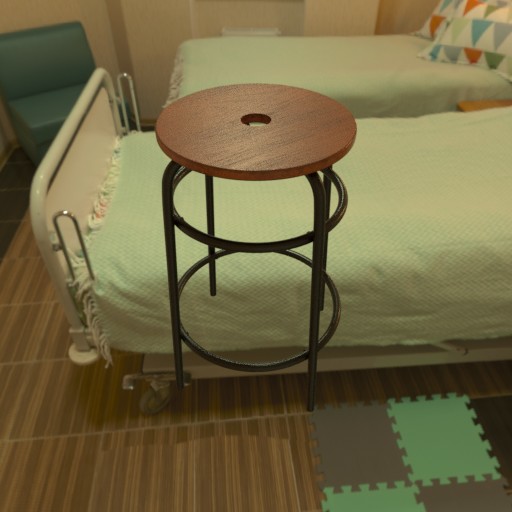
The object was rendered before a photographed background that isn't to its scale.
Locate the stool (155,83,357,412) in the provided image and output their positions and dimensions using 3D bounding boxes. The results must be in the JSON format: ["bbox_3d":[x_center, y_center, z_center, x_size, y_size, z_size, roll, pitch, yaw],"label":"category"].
[{"bbox_3d":[0.000,0.000,0.945,0.455,0.610,0.455,-24,47,-25],"label":"stool"}]
